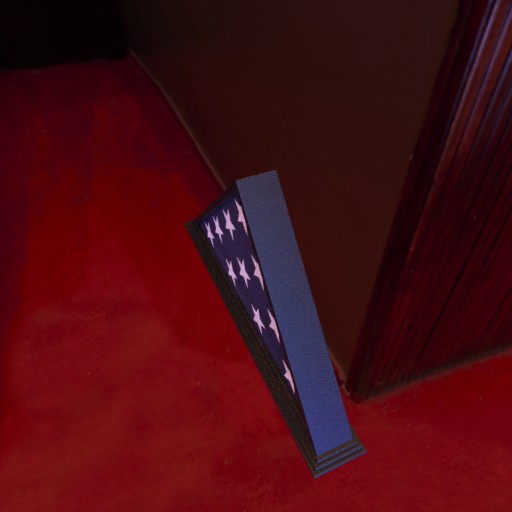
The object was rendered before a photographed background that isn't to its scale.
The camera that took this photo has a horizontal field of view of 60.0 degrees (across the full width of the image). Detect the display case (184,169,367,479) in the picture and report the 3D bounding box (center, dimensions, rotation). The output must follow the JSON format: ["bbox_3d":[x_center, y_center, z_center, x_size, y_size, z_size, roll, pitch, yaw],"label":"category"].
[{"bbox_3d":[0.000,0.000,0.773,0.095,0.340,0.640,-18,48,-17],"label":"display case"}]
